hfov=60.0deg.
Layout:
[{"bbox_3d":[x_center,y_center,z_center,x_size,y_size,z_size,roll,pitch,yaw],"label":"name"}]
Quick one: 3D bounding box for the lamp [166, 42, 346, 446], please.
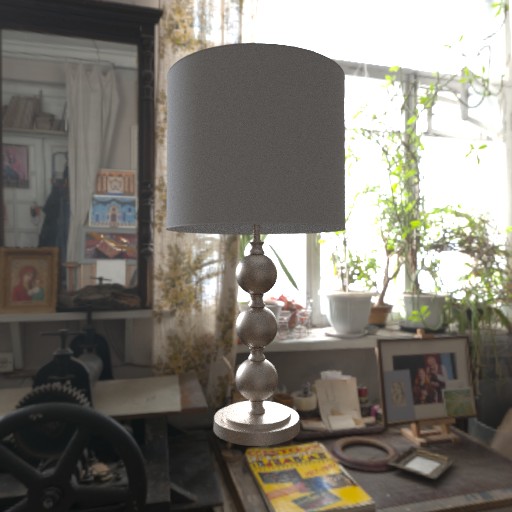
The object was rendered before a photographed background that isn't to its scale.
[{"bbox_3d":[0.000,0.000,0.695,0.277,0.538,0.277,0,0,36],"label":"lamp"}]
